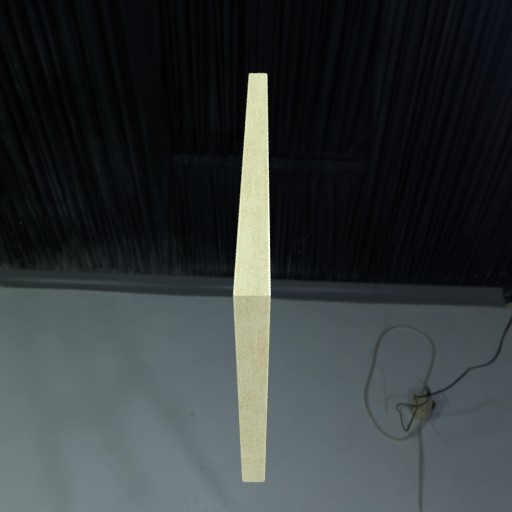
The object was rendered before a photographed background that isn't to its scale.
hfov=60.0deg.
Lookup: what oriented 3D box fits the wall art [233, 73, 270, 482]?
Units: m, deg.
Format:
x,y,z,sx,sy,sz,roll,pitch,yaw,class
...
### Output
x,y,z,sx,sy,sz,roll,pitch,yaw,class
0.000,0.000,0.700,0.032,0.381,0.533,1,41,1,wall art
